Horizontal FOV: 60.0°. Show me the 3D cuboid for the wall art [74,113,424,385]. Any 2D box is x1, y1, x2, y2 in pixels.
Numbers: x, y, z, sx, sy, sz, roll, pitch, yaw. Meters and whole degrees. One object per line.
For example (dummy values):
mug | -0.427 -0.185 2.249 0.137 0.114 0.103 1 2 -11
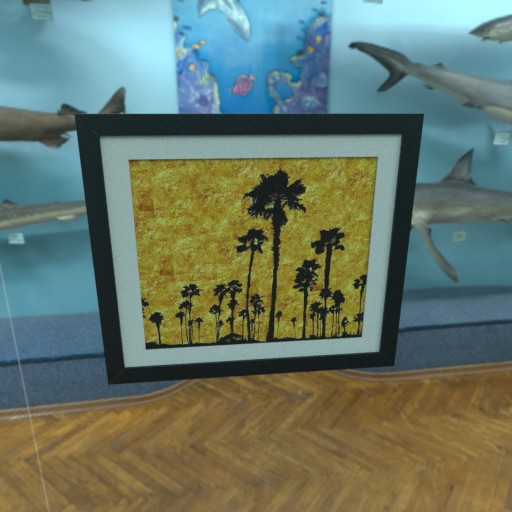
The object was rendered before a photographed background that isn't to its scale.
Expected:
wall art | 0.000 0.000 0.541 0.383 0.332 0.012 -2 19 -6
